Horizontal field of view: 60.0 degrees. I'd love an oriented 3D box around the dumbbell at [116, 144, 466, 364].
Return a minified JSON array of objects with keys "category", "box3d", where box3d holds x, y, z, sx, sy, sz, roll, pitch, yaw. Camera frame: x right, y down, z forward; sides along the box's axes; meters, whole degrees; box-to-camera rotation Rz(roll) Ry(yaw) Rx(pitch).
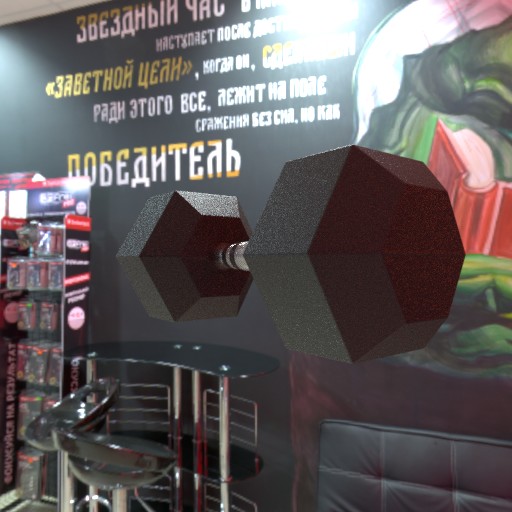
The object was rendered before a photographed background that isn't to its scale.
[{"category":"dumbbell","box3d":[0.000,0.000,0.322,0.122,0.106,0.271,0,-1,-38]}]
